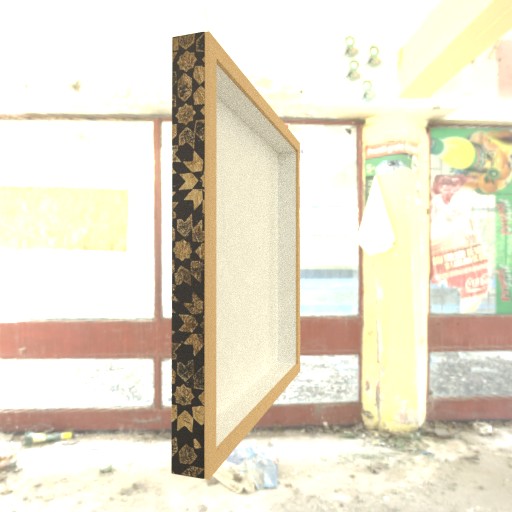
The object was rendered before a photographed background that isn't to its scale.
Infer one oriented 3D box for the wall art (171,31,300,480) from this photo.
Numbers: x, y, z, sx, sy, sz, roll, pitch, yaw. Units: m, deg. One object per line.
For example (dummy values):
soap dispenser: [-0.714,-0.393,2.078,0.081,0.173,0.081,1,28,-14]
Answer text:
wall art: [0.000,0.000,0.598,0.038,0.405,0.405,0,0,17]
